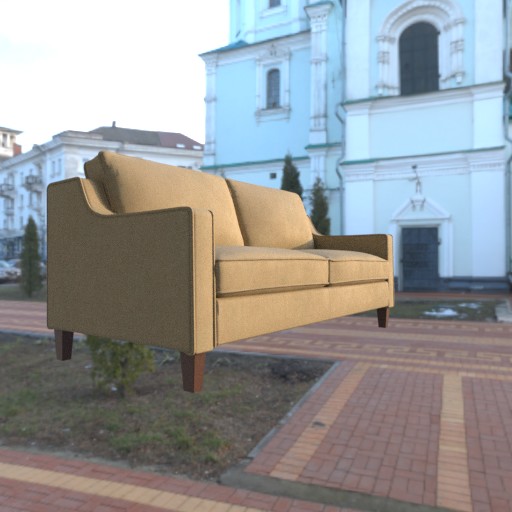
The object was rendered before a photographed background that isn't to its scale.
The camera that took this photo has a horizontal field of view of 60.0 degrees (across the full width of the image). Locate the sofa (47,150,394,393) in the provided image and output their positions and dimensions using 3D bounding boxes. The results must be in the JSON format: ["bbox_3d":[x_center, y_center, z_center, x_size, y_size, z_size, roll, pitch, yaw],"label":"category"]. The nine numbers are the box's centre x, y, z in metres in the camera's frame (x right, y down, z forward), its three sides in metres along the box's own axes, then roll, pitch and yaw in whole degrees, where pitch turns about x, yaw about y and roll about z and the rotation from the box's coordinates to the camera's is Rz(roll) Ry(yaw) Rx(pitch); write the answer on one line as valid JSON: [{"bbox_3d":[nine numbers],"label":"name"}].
[{"bbox_3d":[0.000,0.000,2.818,1.066,1.071,2.178,0,-1,36],"label":"sofa"}]
